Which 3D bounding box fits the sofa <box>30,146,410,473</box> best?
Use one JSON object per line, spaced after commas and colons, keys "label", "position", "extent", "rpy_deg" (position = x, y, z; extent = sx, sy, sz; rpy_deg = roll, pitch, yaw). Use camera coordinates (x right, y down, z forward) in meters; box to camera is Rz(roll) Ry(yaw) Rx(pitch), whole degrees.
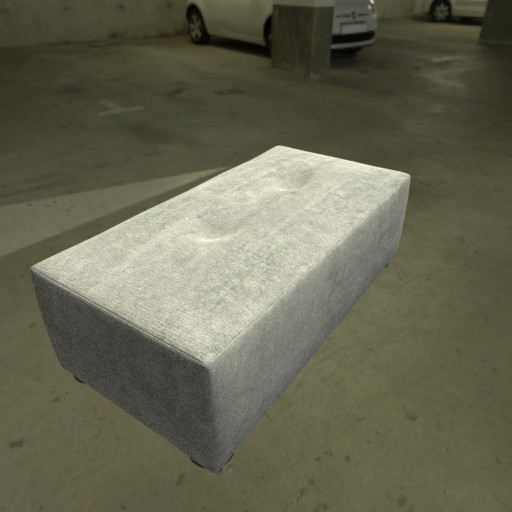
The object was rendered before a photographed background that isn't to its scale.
{"label": "sofa", "position": [0.000, 0.000, 1.140], "extent": [0.480, 0.330, 0.930], "rpy_deg": [20, 38, 29]}
